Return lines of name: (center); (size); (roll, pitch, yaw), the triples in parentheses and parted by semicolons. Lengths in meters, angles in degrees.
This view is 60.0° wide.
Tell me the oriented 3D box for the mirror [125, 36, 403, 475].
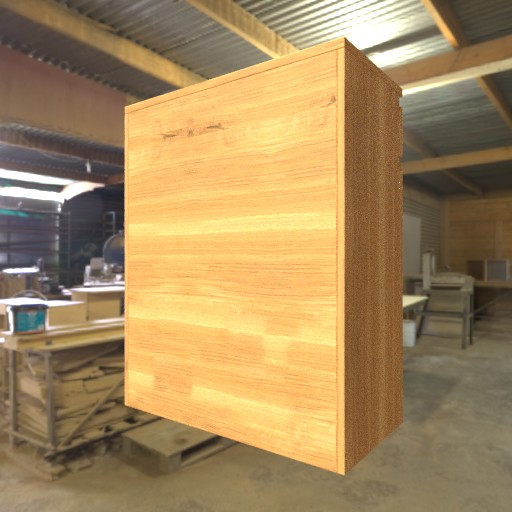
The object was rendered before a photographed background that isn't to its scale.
mirror: (0.000, 0.000, 1.407); (0.800, 1.000, 0.400); (0, 0, 37)
